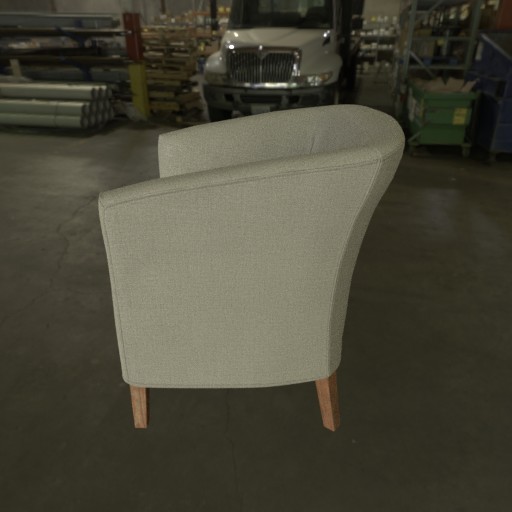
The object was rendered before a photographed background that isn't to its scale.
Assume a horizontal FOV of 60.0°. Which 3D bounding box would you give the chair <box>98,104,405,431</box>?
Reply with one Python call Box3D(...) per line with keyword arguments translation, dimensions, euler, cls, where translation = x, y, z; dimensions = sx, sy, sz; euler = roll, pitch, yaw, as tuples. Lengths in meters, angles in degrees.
Box3D(translation=(0.000, 0.000, 1.253), dimensions=(0.668, 0.771, 0.600), euler=(1, 27, 2), cls="chair")
